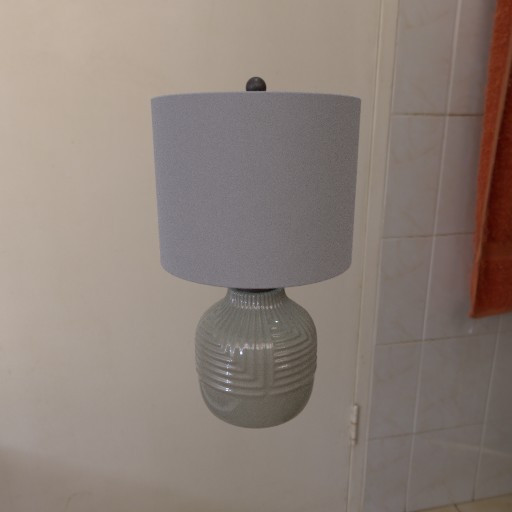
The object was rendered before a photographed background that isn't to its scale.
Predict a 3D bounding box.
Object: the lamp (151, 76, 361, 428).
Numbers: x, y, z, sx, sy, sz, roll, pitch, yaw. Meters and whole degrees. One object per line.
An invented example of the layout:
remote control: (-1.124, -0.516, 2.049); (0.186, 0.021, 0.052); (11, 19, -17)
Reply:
lamp: (0.000, 0.000, 0.752); (0.318, 0.567, 0.318); (0, 16, 0)
